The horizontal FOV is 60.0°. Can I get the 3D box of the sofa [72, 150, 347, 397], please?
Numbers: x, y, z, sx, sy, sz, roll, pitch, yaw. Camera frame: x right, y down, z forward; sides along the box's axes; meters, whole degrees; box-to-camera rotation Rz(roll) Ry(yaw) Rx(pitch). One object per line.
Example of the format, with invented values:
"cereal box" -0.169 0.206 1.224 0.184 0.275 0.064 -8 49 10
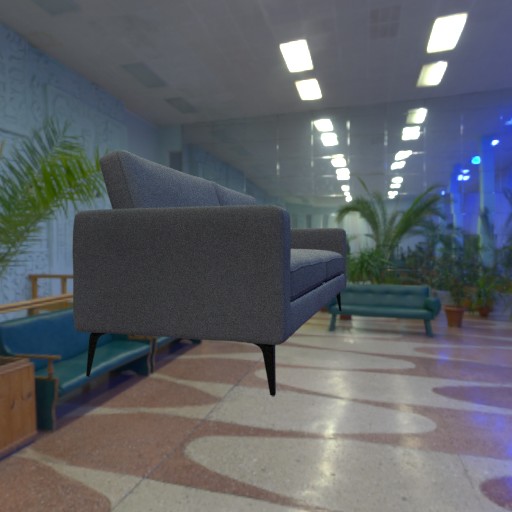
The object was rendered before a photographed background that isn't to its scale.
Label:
"sofa" 0.000 0.000 2.357 0.774 0.828 1.925 0 1 17
